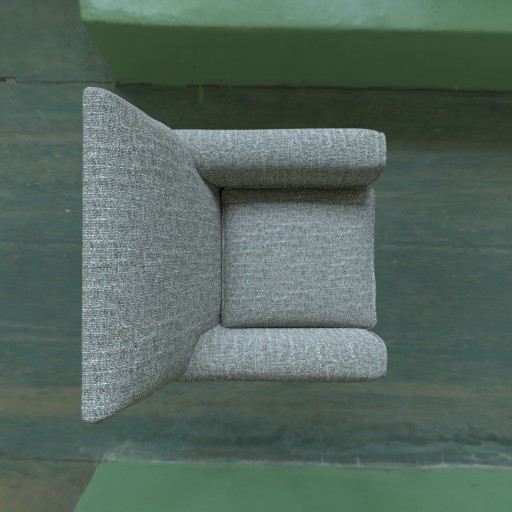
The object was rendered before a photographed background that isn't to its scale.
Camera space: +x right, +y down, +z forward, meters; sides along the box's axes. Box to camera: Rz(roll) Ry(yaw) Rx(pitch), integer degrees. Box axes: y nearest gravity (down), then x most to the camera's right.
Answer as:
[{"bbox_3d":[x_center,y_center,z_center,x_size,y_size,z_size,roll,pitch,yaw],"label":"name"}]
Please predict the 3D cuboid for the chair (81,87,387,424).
[{"bbox_3d":[0.000,0.000,1.572,0.873,0.928,0.864,0,89,1],"label":"chair"}]
